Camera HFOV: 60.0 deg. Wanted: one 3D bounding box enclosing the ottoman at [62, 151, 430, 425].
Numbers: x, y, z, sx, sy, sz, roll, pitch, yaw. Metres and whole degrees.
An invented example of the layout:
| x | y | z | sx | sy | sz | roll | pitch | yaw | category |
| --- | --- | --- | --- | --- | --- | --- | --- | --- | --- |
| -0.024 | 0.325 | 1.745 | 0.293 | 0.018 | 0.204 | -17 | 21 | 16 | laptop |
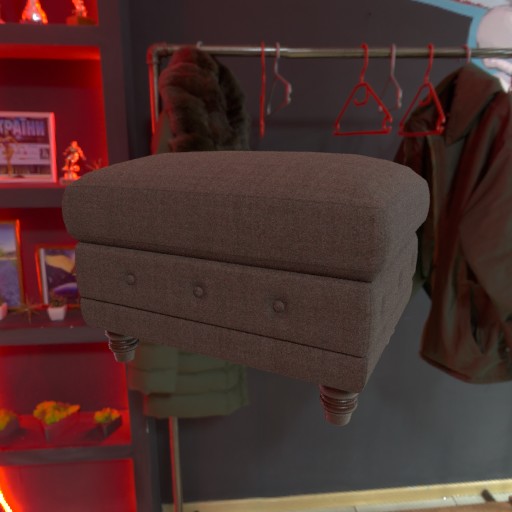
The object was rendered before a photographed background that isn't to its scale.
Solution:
| x | y | z | sx | sy | sz | roll | pitch | yaw | category |
| --- | --- | --- | --- | --- | --- | --- | --- | --- | --- |
| 0.000 | 0.000 | 1.212 | 0.809 | 0.555 | 0.599 | 7 | 16 | 26 | ottoman |
